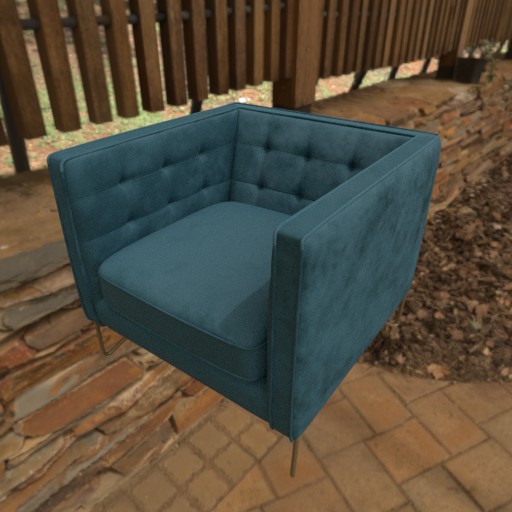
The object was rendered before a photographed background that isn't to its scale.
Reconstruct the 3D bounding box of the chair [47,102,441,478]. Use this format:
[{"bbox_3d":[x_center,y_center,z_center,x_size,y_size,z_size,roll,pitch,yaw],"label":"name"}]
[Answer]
[{"bbox_3d":[0.000,0.000,1.525,0.880,0.790,0.894,20,36,31],"label":"chair"}]
